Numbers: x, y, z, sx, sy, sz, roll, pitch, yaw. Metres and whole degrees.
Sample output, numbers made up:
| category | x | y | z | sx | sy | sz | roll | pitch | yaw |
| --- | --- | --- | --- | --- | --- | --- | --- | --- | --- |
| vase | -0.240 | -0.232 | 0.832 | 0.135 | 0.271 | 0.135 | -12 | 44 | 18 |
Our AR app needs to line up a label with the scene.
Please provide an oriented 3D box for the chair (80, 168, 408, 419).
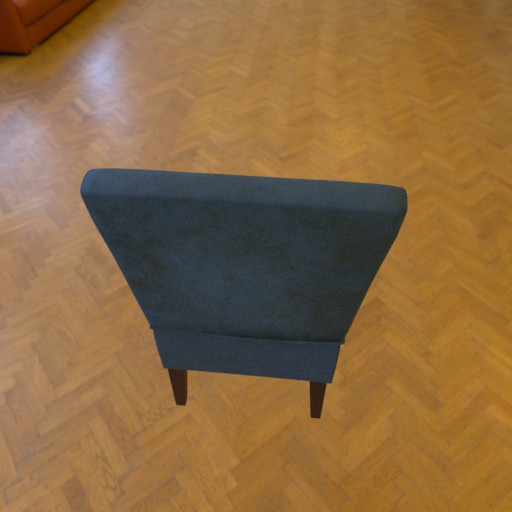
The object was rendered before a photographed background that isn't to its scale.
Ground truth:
| category | x | y | z | sx | sy | sz | roll | pitch | yaw |
| --- | --- | --- | --- | --- | --- | --- | --- | --- | --- |
| chair | 0.000 | 0.000 | 1.149 | 0.521 | 0.806 | 0.551 | 4 | 46 | 4 |
